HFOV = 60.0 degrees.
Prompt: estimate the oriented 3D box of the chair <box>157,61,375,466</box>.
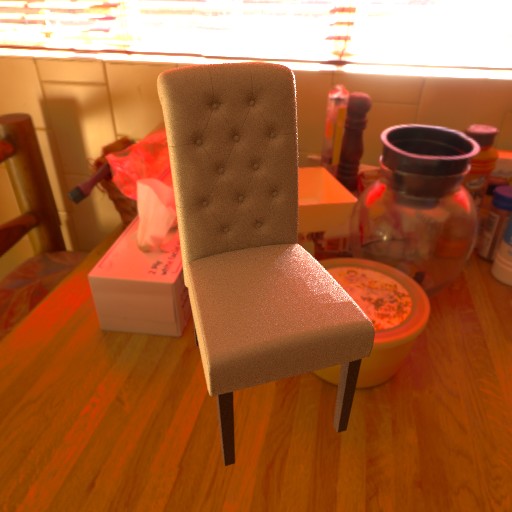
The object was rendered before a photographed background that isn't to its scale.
[{"bbox_3d":[0.000,0.000,1.347,0.456,1.006,0.671,-10,34,-15],"label":"chair"}]
